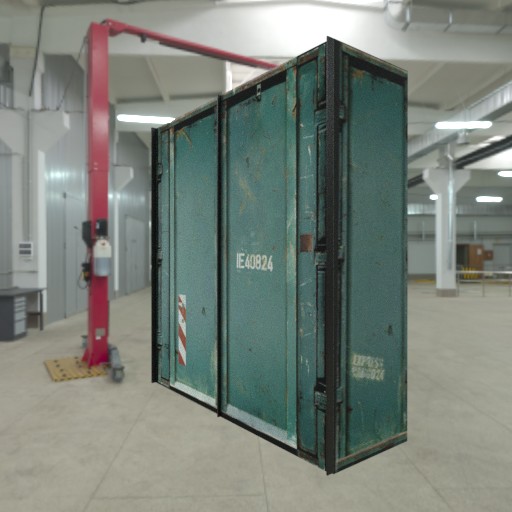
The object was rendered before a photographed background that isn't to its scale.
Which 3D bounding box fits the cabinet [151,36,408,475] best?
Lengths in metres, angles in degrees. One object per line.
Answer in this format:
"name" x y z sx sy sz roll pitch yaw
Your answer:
"cabinet" 0.000 0.000 3.164 0.680 2.160 2.000 0 0 -38
